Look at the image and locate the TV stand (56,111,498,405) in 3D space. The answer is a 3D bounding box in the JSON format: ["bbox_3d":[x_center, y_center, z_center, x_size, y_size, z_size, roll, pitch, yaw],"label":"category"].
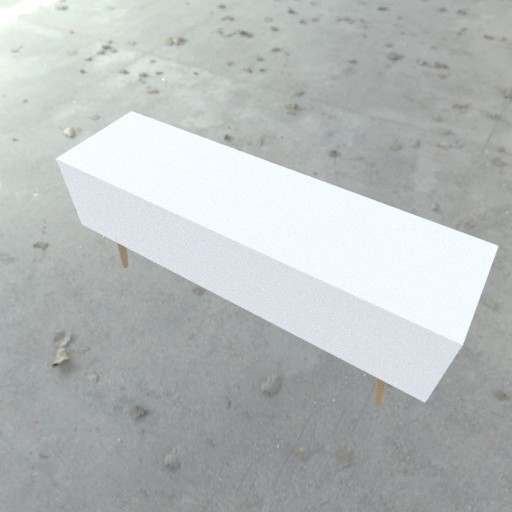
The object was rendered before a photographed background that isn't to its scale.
[{"bbox_3d":[0.000,0.000,1.611,1.398,0.560,0.401,25,52,21],"label":"TV stand"}]
